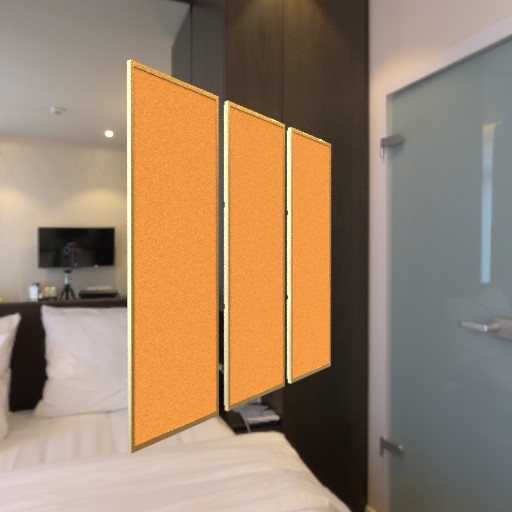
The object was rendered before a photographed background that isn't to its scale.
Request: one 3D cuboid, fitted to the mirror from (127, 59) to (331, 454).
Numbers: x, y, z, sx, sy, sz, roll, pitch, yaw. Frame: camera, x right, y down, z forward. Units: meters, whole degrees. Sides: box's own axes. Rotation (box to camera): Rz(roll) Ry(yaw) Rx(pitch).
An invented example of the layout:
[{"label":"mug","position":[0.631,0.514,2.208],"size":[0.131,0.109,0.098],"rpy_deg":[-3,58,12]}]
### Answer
[{"label":"mirror","position":[0.000,0.000,1.453],"size":[0.023,0.926,1.011],"rpy_deg":[0,1,37]}]
